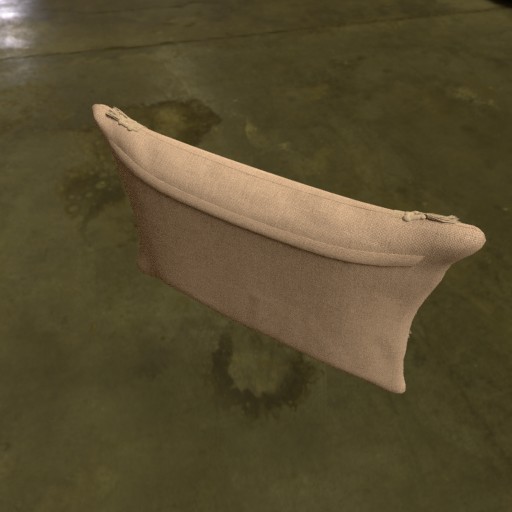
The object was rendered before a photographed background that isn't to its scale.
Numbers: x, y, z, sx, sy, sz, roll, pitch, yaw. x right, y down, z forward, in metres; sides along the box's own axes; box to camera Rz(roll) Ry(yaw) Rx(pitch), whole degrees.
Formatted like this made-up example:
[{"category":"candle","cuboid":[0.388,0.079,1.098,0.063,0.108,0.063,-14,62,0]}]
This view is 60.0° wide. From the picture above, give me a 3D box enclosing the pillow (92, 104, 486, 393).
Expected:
[{"category":"pillow","cuboid":[0.000,0.000,0.572,0.466,0.305,0.084,23,50,20]}]
